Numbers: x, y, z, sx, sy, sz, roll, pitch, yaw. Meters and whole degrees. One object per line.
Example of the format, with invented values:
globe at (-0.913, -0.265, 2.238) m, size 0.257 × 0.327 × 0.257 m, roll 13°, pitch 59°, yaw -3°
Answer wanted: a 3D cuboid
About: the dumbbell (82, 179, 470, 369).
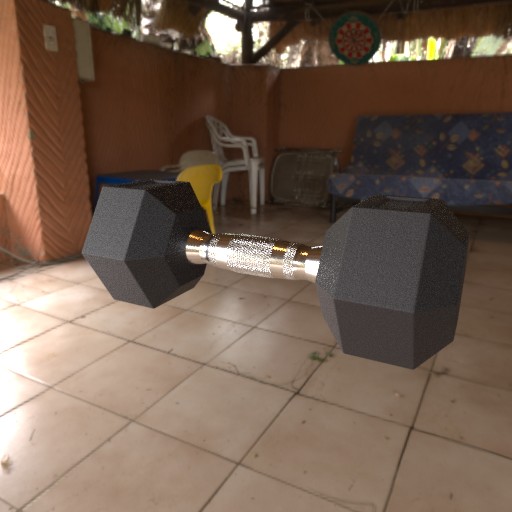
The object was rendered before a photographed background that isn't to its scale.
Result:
dumbbell at (0.000, 0.000, 0.349) m, size 0.297 × 0.101 × 0.116 m, roll 8°, pitch 18°, yaw 27°
